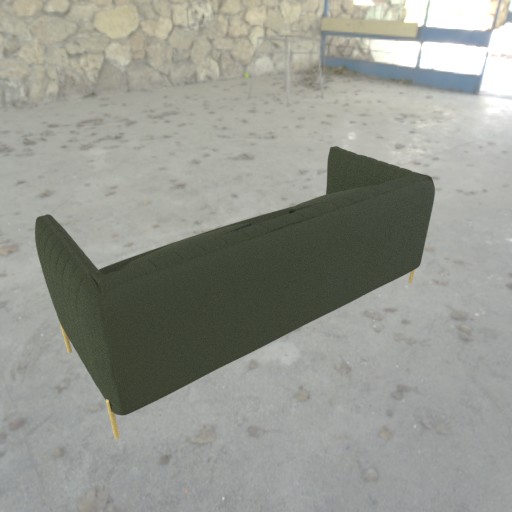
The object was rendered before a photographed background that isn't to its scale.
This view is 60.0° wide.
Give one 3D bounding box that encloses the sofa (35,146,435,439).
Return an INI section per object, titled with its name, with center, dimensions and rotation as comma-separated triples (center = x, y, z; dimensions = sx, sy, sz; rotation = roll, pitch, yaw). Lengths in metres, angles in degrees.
[sofa]
center = 0.000, 0.000, 2.572
dimensions = 2.137, 0.793, 0.896
rotation = -20, 36, -31
